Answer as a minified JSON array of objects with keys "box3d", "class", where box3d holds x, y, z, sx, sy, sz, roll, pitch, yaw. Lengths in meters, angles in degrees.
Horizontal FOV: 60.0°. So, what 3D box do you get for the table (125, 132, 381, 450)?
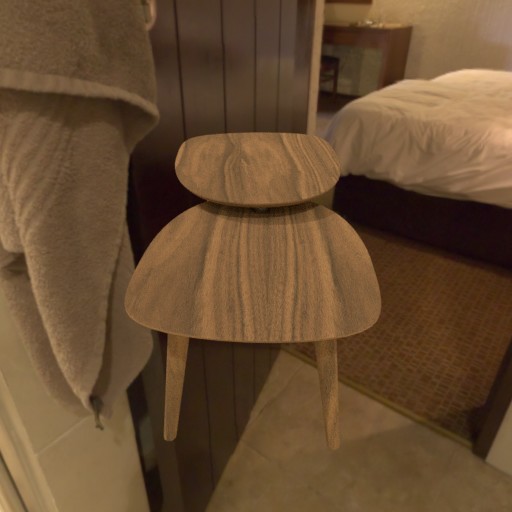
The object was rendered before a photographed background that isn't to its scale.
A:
[{"box3d":[0.000,0.000,1.315,0.527,0.429,1.084,0,31,1],"class":"table"}]
